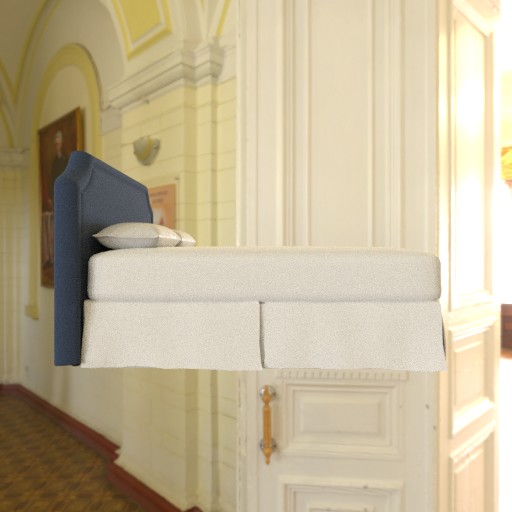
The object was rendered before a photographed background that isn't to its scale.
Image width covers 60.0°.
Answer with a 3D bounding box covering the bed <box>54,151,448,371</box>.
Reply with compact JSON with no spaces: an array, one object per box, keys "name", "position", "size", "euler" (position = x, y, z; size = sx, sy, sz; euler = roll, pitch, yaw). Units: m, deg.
[{"name":"bed","position":[0.000,0.000,3.361],"size":[2.260,1.297,1.831],"euler":[0,0,1]}]
